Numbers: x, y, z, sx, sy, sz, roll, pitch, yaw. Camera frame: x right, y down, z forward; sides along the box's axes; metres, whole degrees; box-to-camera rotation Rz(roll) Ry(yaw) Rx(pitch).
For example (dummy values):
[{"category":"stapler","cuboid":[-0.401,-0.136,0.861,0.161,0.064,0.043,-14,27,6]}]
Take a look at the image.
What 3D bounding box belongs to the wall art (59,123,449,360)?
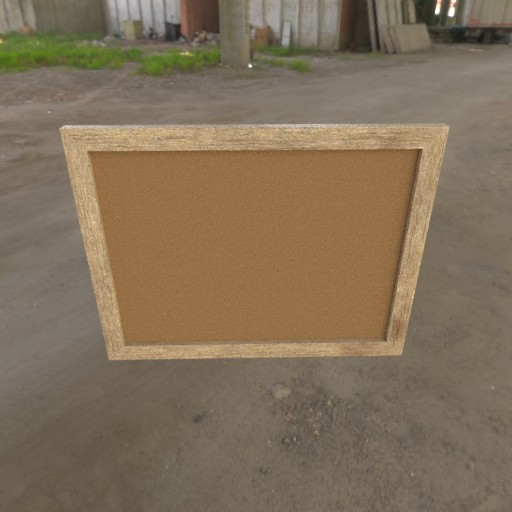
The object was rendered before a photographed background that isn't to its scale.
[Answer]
[{"category":"wall art","cuboid":[0.000,0.000,0.925,0.690,0.535,0.026,-1,29,-1]}]
